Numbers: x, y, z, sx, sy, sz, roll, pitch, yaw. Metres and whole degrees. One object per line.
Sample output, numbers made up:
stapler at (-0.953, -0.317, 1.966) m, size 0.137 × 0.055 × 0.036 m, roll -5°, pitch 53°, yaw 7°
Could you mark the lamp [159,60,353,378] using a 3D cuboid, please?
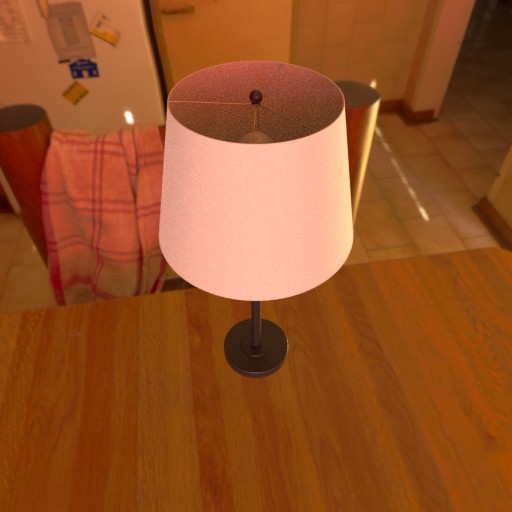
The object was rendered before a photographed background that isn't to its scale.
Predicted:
lamp at (0.000, 0.000, 0.897) m, size 0.363 × 0.696 × 0.363 m, roll 0°, pitch 46°, yaw 0°
